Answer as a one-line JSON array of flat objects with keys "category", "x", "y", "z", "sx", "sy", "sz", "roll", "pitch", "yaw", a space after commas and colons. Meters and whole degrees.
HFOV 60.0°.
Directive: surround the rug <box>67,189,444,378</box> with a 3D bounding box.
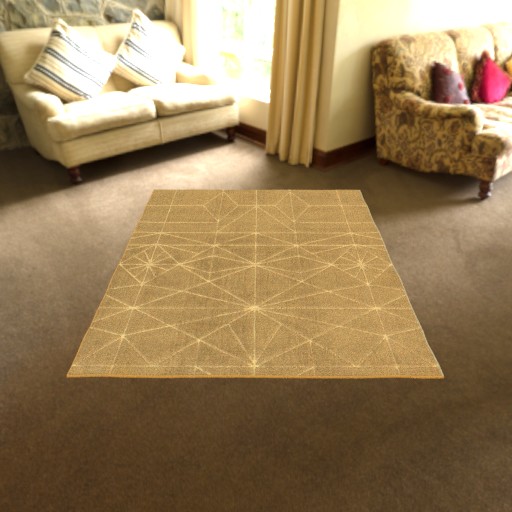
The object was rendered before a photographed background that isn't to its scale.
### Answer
[{"category": "rug", "x": 0.000, "y": 0.000, "z": 0.907, "sx": 0.548, "sy": 0.006, "sz": 0.639, "roll": 0, "pitch": 33, "yaw": 0}]
